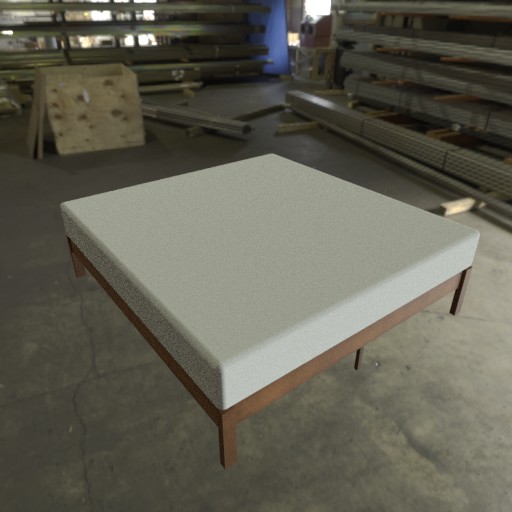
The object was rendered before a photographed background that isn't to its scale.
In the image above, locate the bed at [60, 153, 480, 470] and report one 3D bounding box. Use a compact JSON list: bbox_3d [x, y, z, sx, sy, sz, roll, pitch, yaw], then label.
[{"bbox_3d":[0.000,0.000,3.057,1.930,0.616,2.049,-21,36,-32],"label":"bed"}]
